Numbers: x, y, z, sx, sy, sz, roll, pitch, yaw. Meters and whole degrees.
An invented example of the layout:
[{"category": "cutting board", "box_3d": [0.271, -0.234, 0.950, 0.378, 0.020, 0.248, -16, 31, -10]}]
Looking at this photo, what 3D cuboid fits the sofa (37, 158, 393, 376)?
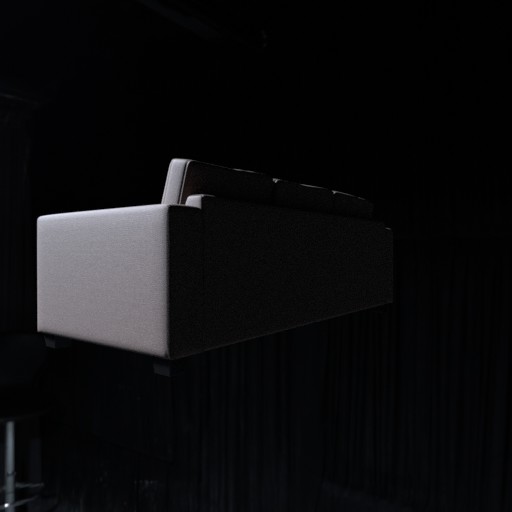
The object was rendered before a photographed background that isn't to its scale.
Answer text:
[{"category": "sofa", "box_3d": [0.000, 0.000, 2.601, 0.900, 0.806, 2.160, 0, 1, 37]}]
